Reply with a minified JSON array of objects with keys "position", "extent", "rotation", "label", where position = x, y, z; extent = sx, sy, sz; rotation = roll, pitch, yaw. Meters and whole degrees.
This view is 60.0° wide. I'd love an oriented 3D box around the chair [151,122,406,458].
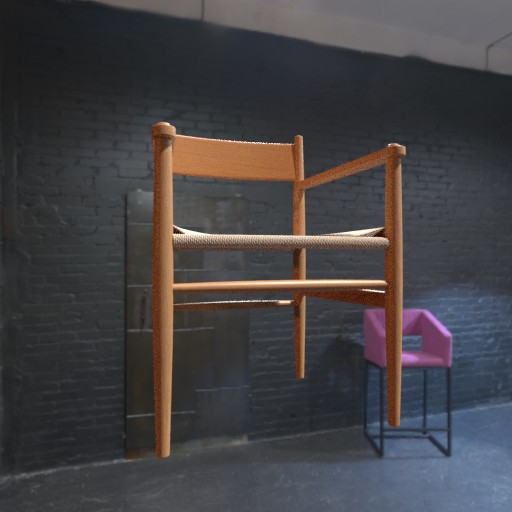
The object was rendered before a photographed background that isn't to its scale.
[{"position":[0.000,0.000,1.131],"extent":[0.556,0.762,0.495],"rotation":[0,0,-18],"label":"chair"}]
